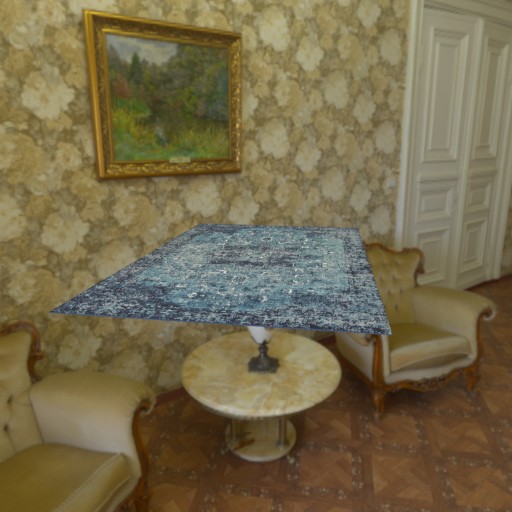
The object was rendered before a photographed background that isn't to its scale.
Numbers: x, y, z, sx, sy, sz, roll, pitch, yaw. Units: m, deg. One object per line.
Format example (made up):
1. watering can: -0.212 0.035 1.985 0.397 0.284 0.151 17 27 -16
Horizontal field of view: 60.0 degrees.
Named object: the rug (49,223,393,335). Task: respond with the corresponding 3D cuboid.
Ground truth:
1. rug: 0.000 0.000 3.074 1.525 0.007 2.440 2 14 9
